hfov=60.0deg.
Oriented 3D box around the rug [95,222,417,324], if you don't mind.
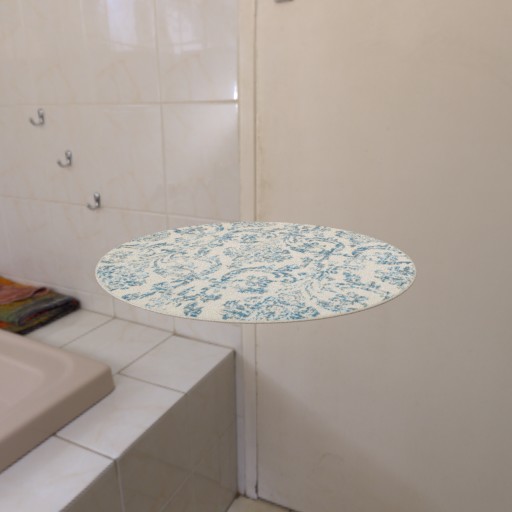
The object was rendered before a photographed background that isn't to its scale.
[{"bbox_3d":[0.000,0.000,2.325,1.593,0.012,1.593,0,17,0],"label":"rug"}]
